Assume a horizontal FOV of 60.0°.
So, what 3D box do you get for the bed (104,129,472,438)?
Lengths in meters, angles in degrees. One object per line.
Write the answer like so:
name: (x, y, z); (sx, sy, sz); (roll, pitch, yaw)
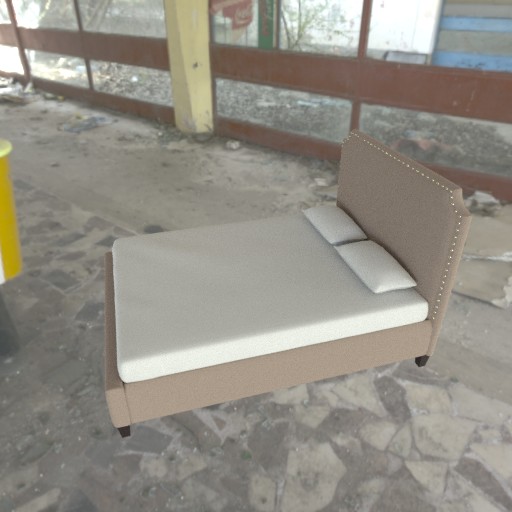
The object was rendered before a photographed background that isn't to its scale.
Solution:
bed: (0.000, 0.000, 3.466); (2.372, 1.443, 1.713); (-9, 32, -14)
